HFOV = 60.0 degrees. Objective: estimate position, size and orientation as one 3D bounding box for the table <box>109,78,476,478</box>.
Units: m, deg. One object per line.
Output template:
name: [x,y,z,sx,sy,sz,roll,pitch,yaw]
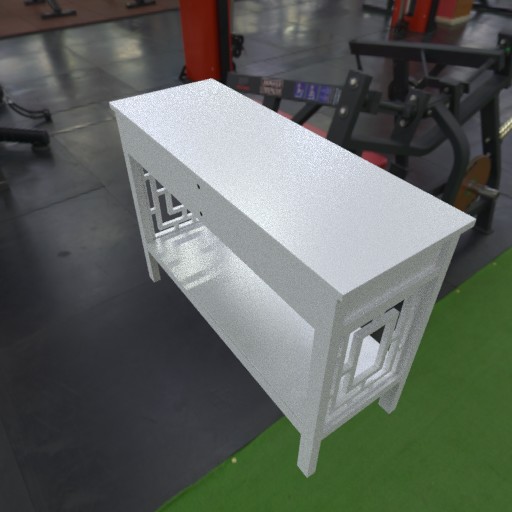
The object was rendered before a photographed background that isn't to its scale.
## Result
table: [0.000,0.000,1.420,0.397,0.753,1.068,-25,46,-26]
